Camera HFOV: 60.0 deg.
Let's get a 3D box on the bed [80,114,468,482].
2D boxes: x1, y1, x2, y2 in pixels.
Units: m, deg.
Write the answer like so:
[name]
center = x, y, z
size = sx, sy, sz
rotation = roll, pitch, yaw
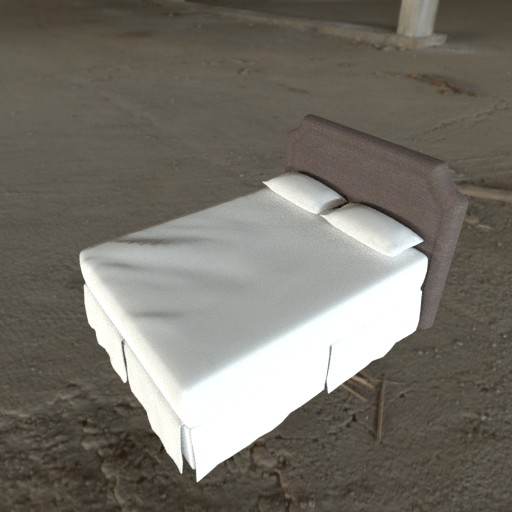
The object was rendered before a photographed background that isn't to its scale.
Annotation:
[bed]
center = 0.000, 0.000, 3.064
size = 2.116, 1.290, 1.693
rotation = -23, 41, -30
